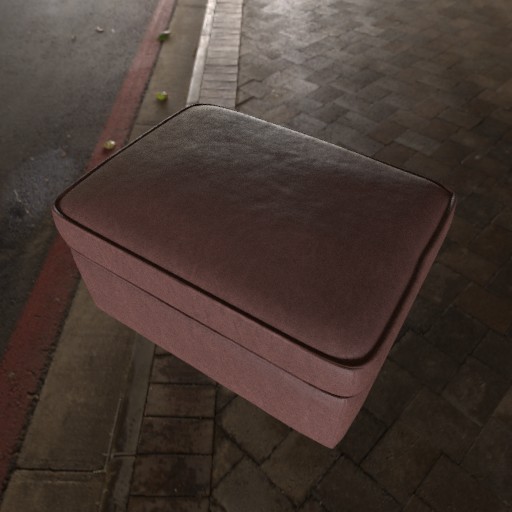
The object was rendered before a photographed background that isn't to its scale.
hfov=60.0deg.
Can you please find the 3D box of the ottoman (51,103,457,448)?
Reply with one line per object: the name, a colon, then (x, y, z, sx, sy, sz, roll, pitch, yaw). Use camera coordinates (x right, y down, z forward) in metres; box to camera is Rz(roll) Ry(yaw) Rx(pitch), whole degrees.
ottoman: (0.000, 0.000, 1.083, 0.749, 0.449, 0.548, 25, 53, 21)
